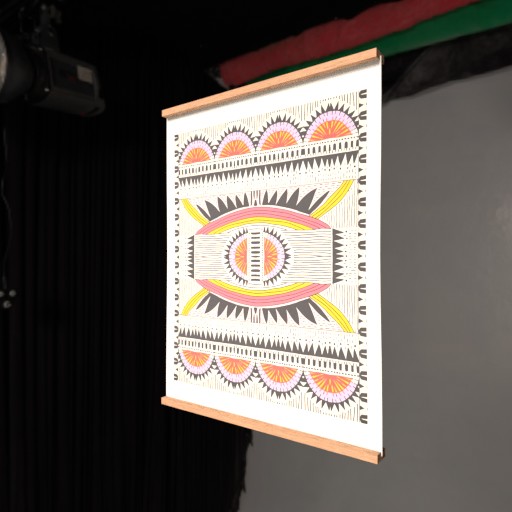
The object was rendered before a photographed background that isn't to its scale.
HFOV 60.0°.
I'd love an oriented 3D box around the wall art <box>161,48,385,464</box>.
[{"bbox_3d":[0.000,0.000,0.690,0.403,0.527,0.028,0,-1,36],"label":"wall art"}]
